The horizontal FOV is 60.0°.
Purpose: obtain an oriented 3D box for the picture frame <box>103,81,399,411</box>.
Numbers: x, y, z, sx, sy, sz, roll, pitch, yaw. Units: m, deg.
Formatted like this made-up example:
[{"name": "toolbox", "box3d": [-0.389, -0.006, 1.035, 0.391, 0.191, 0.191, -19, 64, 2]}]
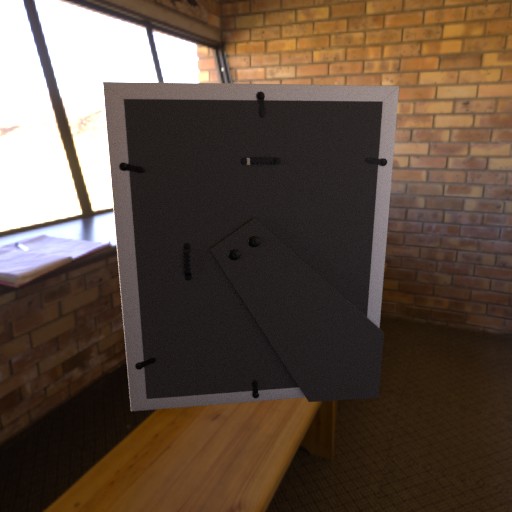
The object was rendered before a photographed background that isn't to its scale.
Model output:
[{"name": "picture frame", "box3d": [0.000, 0.000, 0.389, 0.233, 0.282, 0.036, -2, 16, -8]}]
